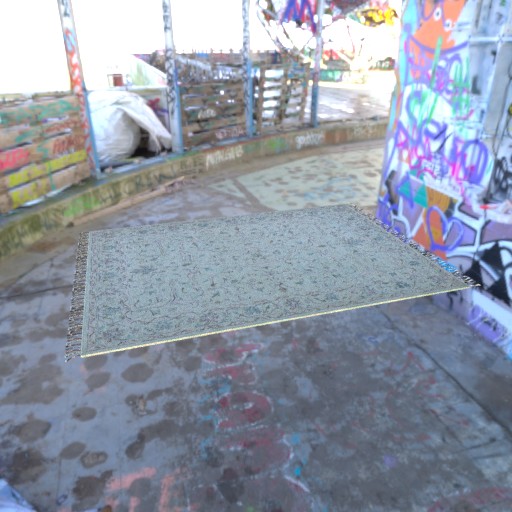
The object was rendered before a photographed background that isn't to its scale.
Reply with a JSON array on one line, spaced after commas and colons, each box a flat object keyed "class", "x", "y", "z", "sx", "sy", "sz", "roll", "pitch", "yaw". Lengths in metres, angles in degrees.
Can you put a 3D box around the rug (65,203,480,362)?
[{"class": "rug", "x": 0.000, "y": 0.000, "z": 2.332, "sx": 1.802, "sy": 0.008, "sz": 1.247, "roll": -8, "pitch": 27, "yaw": -16}]
